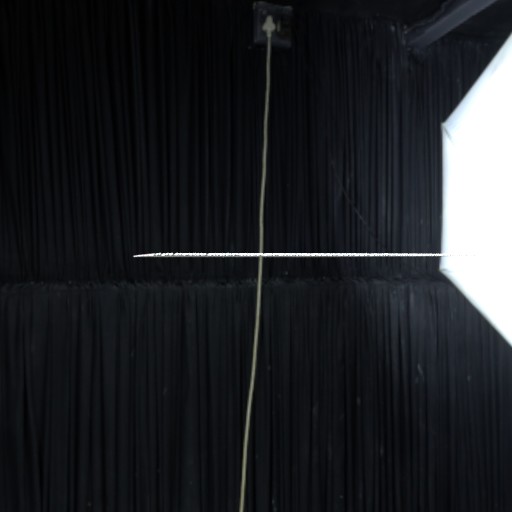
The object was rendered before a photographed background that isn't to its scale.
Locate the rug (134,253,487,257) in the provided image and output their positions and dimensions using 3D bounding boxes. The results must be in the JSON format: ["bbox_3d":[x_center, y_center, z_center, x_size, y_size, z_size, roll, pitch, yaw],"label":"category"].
[{"bbox_3d":[0.000,0.000,2.998,1.528,0.010,2.440,0,0,-17],"label":"rug"}]
